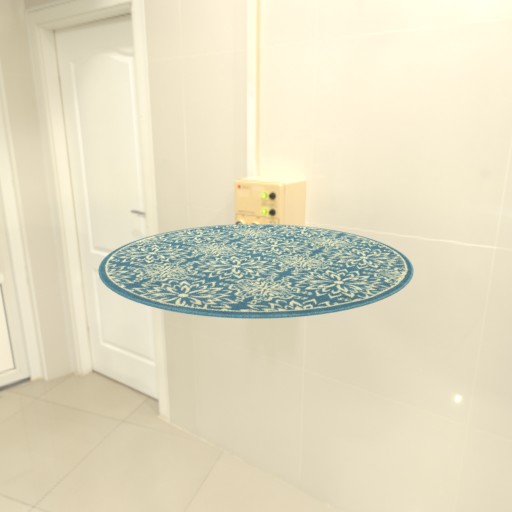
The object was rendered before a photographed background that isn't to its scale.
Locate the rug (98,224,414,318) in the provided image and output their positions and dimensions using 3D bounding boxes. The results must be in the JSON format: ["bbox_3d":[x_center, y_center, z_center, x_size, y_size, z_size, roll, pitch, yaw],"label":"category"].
[{"bbox_3d":[0.000,0.000,2.366,1.593,0.012,1.593,0,16,0],"label":"rug"}]
